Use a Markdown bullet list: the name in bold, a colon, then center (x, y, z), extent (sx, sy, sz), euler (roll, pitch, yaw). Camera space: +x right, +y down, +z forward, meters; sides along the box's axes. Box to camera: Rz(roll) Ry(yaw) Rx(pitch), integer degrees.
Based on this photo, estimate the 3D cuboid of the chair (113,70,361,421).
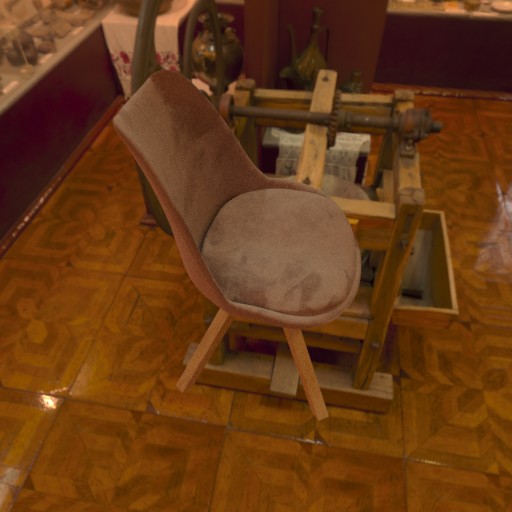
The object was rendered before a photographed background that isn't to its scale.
- **chair**: center (0.000, 0.000, 1.177), extent (0.550, 0.850, 0.485), euler (9, 48, 8)
